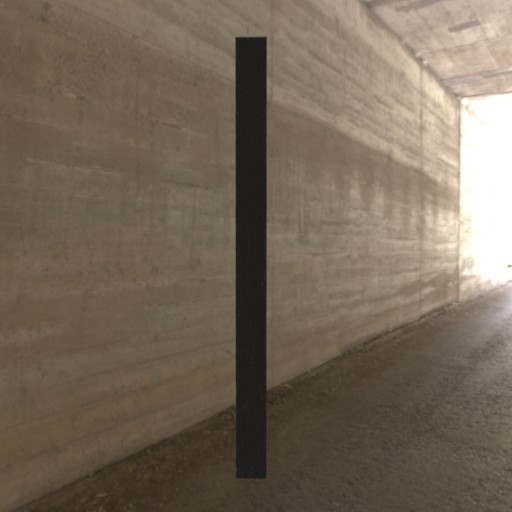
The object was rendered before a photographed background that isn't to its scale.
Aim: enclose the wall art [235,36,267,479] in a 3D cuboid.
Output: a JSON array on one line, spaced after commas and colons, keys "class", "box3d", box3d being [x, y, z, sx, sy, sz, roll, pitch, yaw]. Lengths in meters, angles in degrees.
[{"class": "wall art", "box3d": [0.000, 0.000, 0.759, 0.036, 0.506, 0.506, 0, 1, 1]}]
